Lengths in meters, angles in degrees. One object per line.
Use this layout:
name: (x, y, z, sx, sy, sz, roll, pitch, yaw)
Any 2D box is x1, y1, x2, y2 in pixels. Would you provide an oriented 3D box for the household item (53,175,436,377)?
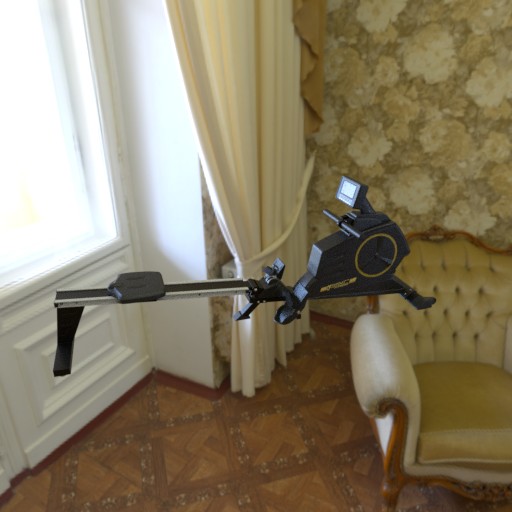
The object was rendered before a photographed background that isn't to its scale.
household item: (0.000, 0.000, 2.561, 2.251, 0.810, 0.521, -7, 25, -16)
